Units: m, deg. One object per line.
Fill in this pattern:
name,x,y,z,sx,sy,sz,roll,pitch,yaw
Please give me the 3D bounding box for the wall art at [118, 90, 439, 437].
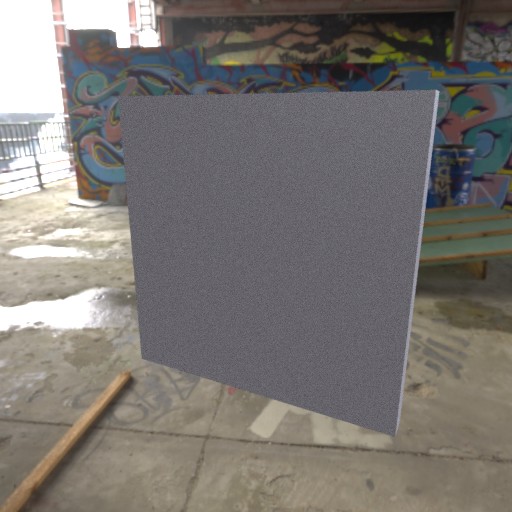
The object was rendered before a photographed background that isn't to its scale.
wall art,0.000,0.000,0.517,0.355,0.355,0.027,9,20,26
